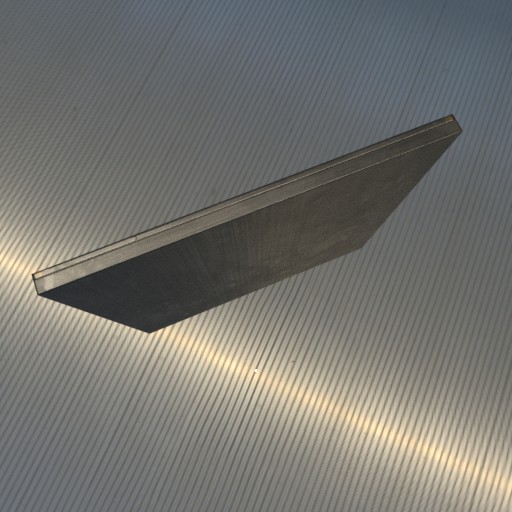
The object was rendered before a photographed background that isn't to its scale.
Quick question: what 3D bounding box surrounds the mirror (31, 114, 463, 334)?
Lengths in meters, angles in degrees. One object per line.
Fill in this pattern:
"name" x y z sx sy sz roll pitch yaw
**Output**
"mirror" 0.000 0.000 0.554 0.382 0.381 0.020 -22 77 -5
